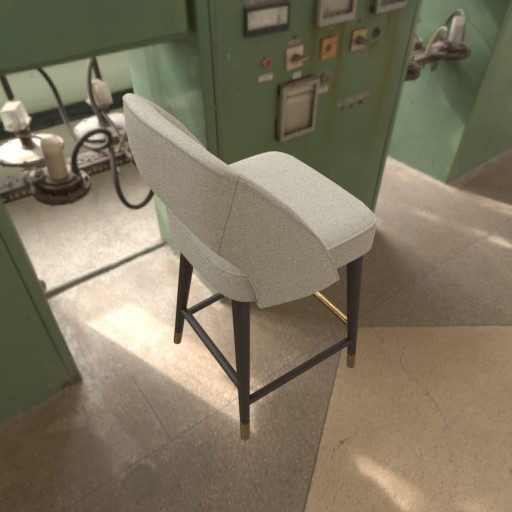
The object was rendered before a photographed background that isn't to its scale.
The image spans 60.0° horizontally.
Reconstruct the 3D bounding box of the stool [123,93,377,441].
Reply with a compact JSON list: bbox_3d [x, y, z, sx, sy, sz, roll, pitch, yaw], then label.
[{"bbox_3d":[0.000,0.000,1.209,0.509,0.940,0.494,-26,48,-25],"label":"stool"}]
